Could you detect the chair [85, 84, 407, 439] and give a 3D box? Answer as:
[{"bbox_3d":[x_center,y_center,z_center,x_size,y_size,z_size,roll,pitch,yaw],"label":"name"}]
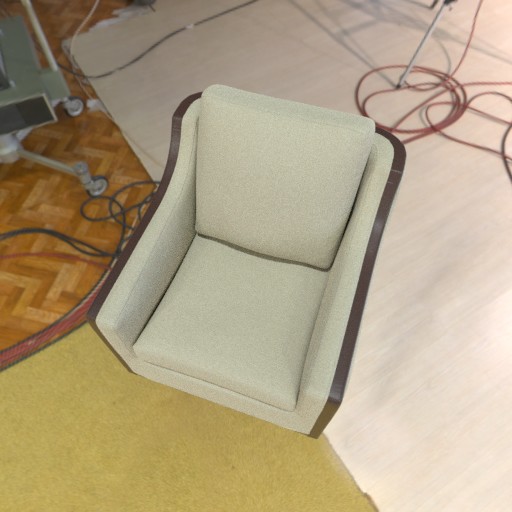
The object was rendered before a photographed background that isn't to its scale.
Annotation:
[{"bbox_3d":[0.000,0.000,1.664,0.870,0.930,0.950,16,60,10],"label":"chair"}]
